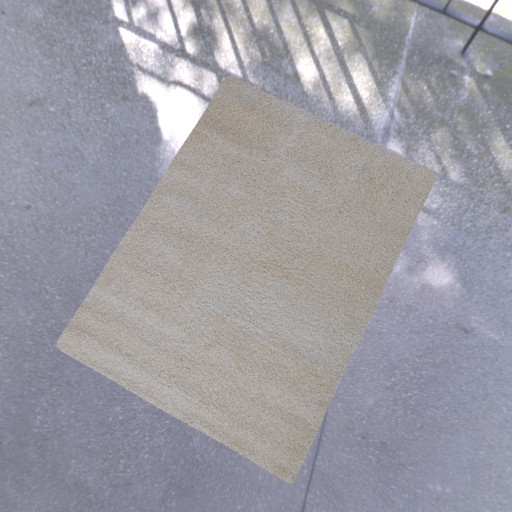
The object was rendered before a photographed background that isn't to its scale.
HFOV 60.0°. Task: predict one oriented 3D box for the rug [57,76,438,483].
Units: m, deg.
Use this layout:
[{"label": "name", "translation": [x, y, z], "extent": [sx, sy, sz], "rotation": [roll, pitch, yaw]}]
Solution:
[{"label": "rug", "translation": [0.000, 0.000, 2.097], "extent": [1.199, 0.025, 1.600], "rotation": [27, 77, 7]}]
